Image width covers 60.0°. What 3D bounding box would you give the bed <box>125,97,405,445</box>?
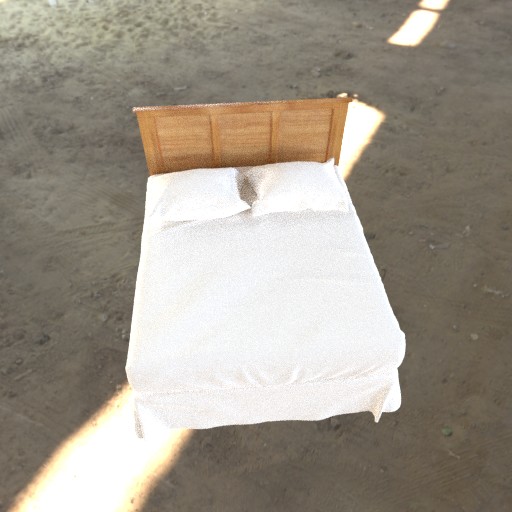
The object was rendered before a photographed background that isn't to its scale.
[{"bbox_3d":[0.000,0.000,3.130,1.870,1.273,2.035,-4,47,-4],"label":"bed"}]
